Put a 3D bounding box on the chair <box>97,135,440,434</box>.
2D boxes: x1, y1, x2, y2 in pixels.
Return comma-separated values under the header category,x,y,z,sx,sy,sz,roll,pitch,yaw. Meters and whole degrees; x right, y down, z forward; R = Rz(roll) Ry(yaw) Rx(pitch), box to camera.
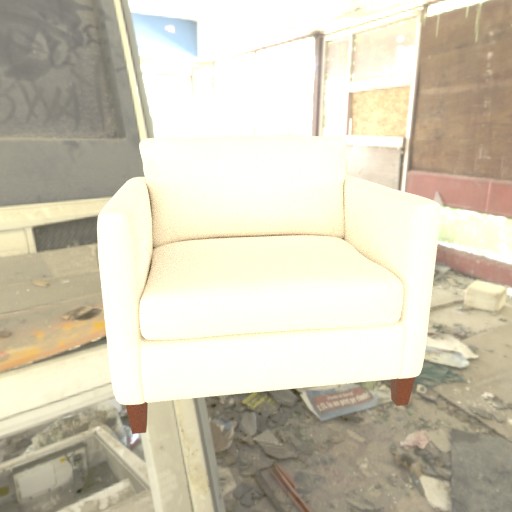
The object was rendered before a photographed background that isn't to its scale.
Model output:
category,x,y,z,sx,sy,sz,roll,pitch,yaw
chair,0.000,0.000,1.695,1.019,0.885,0.878,-3,17,-9
